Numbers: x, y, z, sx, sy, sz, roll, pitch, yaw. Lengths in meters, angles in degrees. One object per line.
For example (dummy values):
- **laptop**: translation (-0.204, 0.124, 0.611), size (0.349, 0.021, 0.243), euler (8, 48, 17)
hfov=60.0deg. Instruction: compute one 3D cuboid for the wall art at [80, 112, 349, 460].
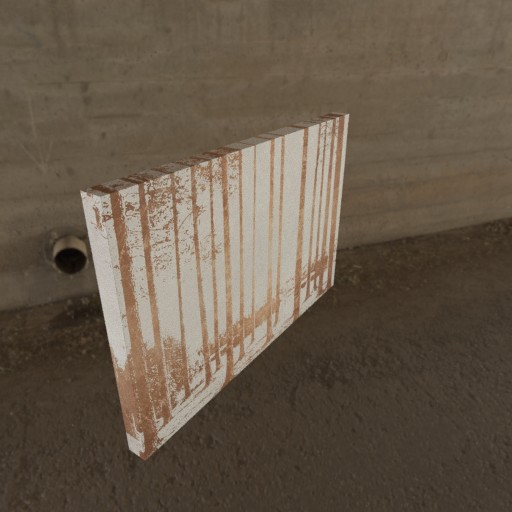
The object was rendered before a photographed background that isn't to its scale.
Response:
- **wall art**: translation (0.000, 0.000, 0.783), size (0.035, 0.405, 0.609), euler (18, 32, 31)
